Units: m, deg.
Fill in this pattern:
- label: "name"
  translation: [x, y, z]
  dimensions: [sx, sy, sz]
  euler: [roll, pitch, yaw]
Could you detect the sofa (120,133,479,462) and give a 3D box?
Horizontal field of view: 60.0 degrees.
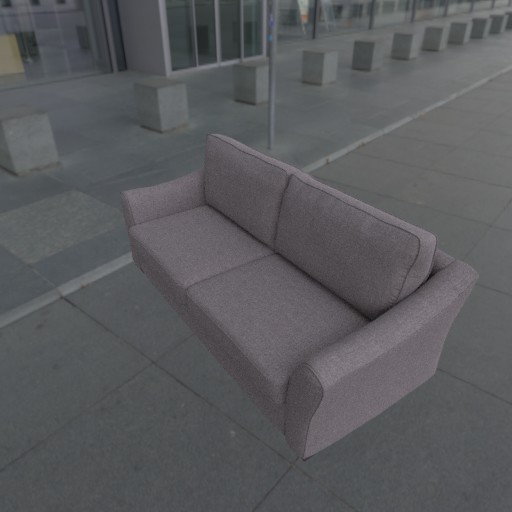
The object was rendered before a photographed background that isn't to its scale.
- label: "sofa"
  translation: [0.000, 0.000, 2.718]
  dimensions: [1.013, 0.976, 2.203]
  euler: [-20, 38, -29]
